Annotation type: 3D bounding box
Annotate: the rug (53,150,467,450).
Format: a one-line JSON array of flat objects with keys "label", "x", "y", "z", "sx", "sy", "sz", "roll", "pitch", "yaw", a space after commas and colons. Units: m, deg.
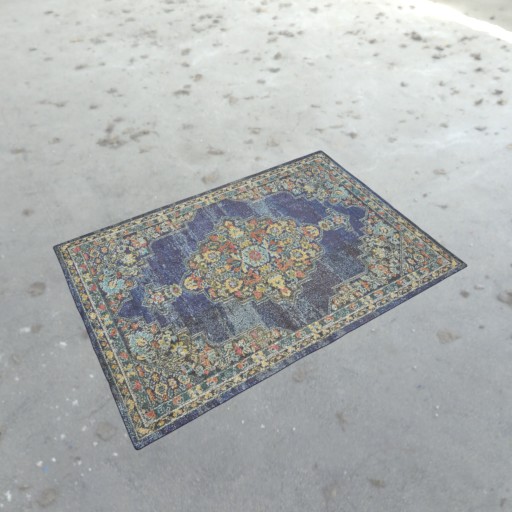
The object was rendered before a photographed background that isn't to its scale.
[{"label": "rug", "x": 0.000, "y": 0.000, "z": 3.800, "sx": 2.940, "sy": 0.011, "sz": 2.053, "roll": -24, "pitch": 51, "yaw": -21}]
